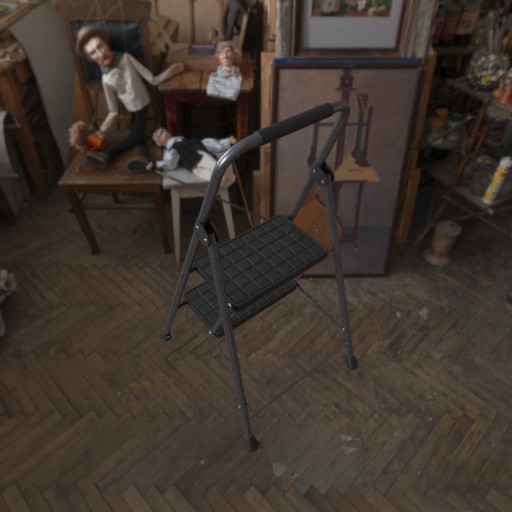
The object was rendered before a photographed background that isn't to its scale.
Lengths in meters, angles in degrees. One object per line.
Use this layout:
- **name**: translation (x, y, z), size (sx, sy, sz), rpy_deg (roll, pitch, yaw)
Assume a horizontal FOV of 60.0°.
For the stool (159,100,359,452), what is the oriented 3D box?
- **stool**: translation (0.000, 0.000, 1.158), size (0.450, 0.872, 0.514), rpy_deg (-29, 52, -26)
